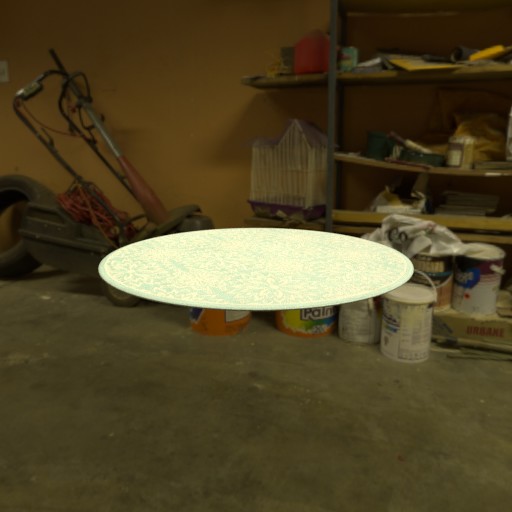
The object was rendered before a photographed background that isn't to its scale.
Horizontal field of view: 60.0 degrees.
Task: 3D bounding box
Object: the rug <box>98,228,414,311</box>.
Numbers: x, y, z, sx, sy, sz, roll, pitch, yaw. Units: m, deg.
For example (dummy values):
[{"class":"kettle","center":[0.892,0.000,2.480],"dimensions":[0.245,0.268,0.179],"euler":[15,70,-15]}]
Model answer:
[{"class":"rug","center":[0.000,0.000,2.367],"dimensions":[1.593,0.012,1.593],"euler":[0,14,0]}]
